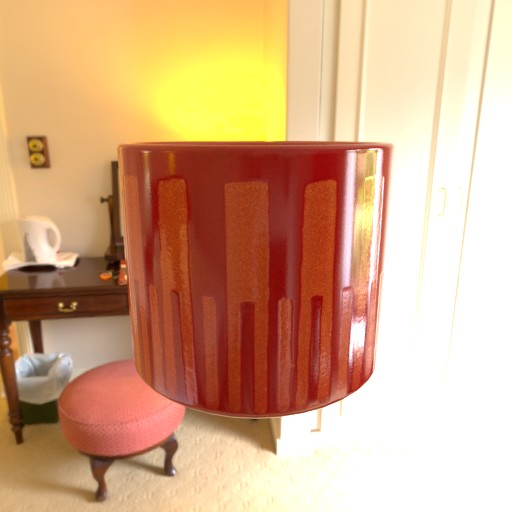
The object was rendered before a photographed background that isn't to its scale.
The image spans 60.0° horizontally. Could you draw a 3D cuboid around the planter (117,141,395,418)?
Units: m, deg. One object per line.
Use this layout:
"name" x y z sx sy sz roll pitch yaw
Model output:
"planter" 0.000 0.000 0.407 0.230 0.202 0.230 0 15 0
